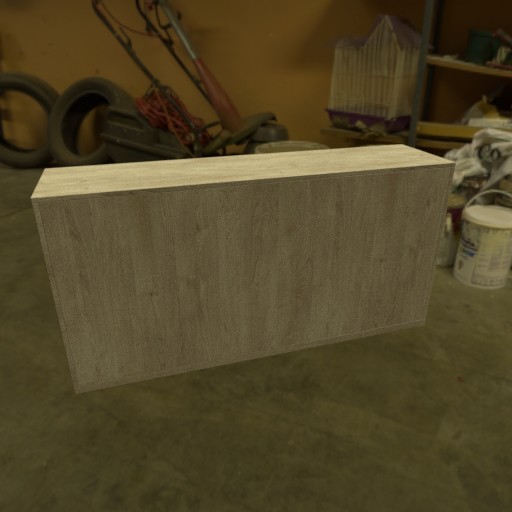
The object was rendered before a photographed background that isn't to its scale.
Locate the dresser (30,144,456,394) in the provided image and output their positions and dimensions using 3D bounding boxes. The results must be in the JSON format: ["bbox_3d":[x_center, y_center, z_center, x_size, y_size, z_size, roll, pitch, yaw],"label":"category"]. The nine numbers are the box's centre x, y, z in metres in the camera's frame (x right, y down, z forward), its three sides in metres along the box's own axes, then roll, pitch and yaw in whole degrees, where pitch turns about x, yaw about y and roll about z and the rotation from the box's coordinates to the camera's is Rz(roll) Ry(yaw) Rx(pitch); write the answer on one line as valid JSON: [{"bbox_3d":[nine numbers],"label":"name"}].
[{"bbox_3d":[0.000,0.000,1.927,1.590,0.795,0.390,-8,27,-16],"label":"dresser"}]
